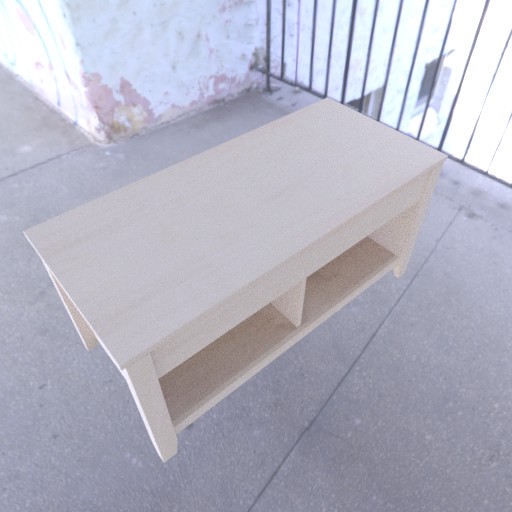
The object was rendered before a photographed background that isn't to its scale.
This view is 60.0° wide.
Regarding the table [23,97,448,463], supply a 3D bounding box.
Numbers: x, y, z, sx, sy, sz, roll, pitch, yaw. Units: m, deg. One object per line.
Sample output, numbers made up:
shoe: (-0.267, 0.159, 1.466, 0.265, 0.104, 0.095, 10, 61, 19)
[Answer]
table: (0.000, 0.000, 1.298, 1.016, 0.483, 0.457, -31, 53, -27)
